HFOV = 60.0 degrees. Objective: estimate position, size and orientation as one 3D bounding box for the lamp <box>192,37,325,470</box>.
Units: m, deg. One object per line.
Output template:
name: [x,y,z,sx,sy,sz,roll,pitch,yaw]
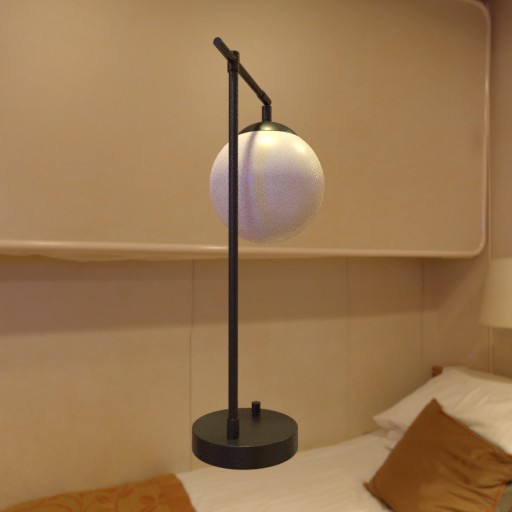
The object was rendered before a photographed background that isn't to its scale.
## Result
lamp: [0.000,0.000,0.705,0.197,0.559,0.316,0,-1,18]
